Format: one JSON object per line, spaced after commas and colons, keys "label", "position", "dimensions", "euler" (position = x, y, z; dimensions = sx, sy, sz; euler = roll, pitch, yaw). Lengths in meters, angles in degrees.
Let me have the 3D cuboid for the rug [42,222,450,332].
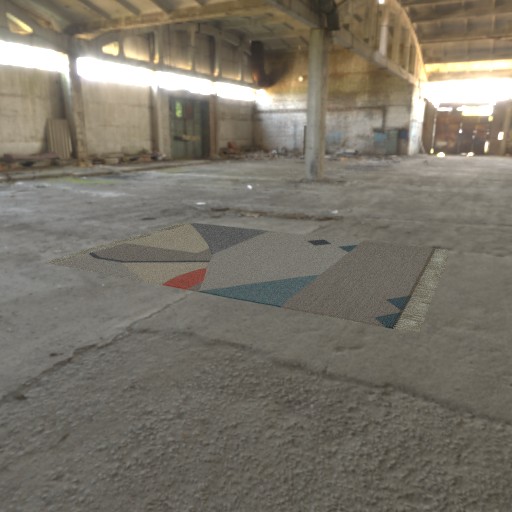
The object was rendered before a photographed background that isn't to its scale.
{"label": "rug", "position": [0.000, 0.000, 2.363], "dimensions": [1.828, 0.005, 1.220], "euler": [8, 17, 26]}
